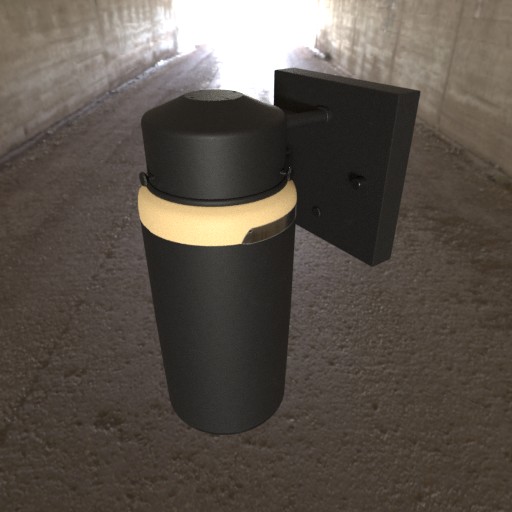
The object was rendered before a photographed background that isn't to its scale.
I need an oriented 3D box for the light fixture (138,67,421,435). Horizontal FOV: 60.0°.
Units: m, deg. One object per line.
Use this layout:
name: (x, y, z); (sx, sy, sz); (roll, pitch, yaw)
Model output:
light fixture: (0.000, 0.000, 0.359); (0.176, 0.257, 0.130); (-20, 36, -30)
